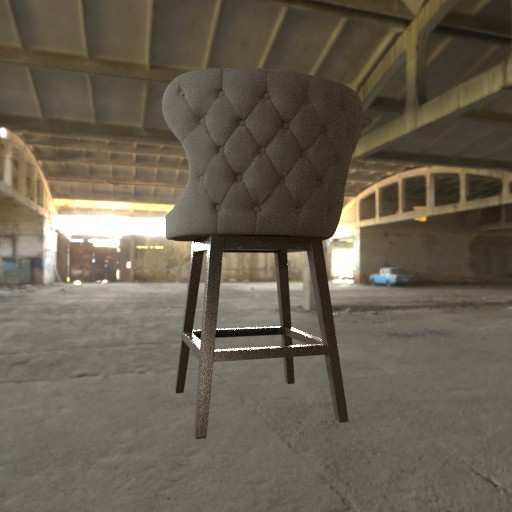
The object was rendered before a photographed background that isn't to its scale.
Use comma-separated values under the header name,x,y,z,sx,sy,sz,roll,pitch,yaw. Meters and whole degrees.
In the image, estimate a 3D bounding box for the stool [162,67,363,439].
name,x,y,z,sx,sy,sz,roll,pitch,yaw
stool,0.000,0.000,1.422,0.615,0.972,0.597,0,-1,-17
